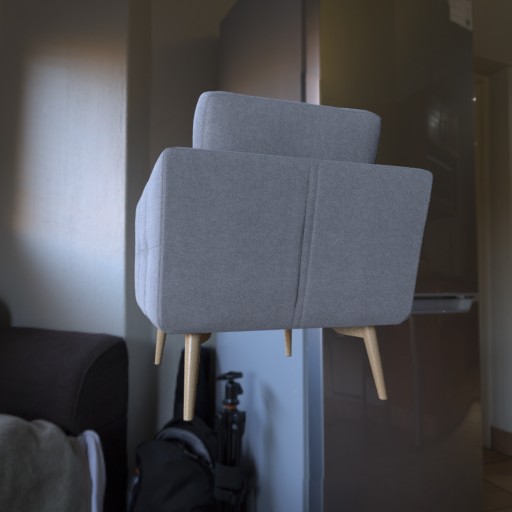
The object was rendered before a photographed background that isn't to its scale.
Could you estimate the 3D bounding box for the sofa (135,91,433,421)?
[{"bbox_3d":[0.000,0.000,1.526,0.770,0.860,0.920,1,-2,-18],"label":"sofa"}]
